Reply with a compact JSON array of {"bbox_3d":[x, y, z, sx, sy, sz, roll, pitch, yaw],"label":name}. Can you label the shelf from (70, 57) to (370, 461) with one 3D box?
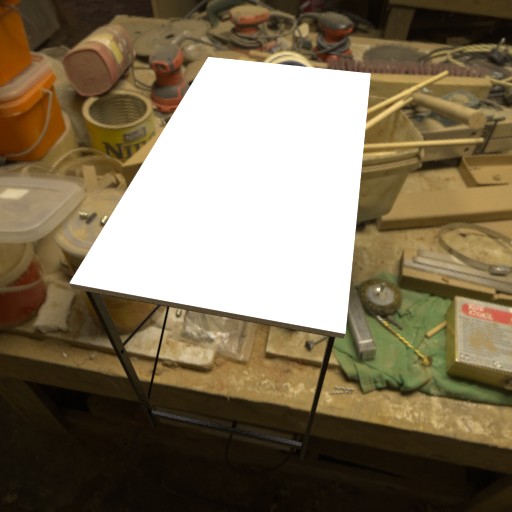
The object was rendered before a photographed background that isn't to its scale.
[{"bbox_3d":[0.000,0.000,1.340,0.498,0.750,0.902,9,50,8],"label":"shelf"}]
